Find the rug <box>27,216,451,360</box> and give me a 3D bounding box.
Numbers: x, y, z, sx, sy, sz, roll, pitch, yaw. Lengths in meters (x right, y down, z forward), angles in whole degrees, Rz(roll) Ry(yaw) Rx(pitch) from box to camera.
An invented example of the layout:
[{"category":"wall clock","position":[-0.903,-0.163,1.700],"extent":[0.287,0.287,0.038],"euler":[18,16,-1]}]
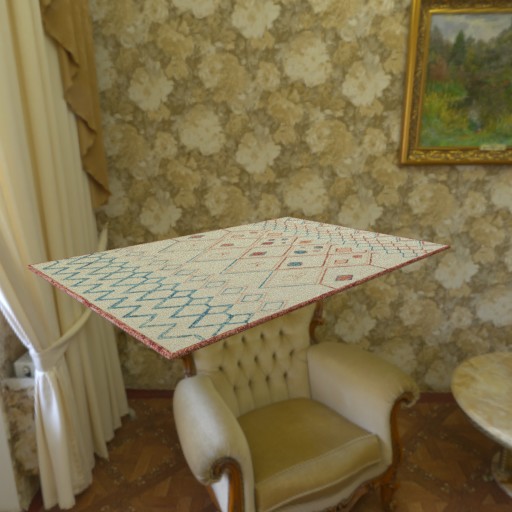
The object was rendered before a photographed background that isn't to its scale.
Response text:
[{"category":"rug","position":[0.000,0.000,2.273],"extent":[1.829,0.016,1.219],"euler":[-14,21,-42]}]
